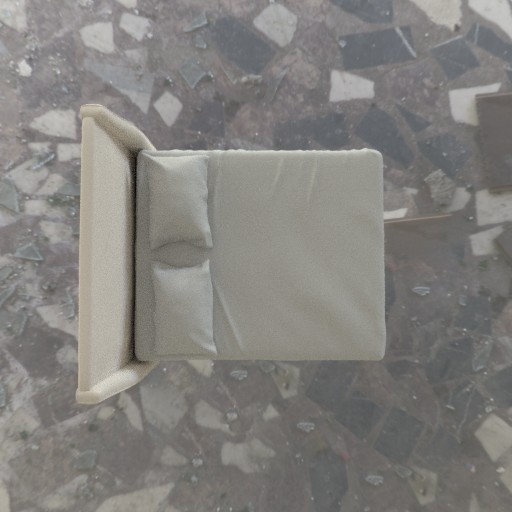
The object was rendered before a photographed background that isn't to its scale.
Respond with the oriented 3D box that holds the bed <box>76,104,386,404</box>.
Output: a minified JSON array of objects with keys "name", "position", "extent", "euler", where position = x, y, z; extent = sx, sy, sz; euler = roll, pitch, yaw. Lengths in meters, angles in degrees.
[{"name":"bed","position":[0.000,0.000,3.451],"extent":[2.276,1.332,1.925],"euler":[0,88,0]}]
